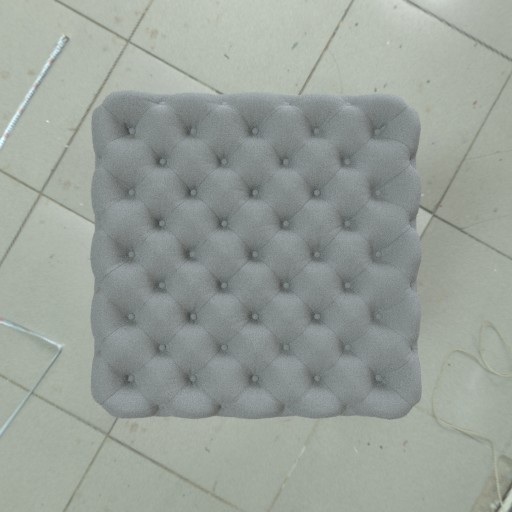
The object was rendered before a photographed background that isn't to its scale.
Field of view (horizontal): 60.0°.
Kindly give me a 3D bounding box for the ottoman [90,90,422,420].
[{"bbox_3d":[0.000,0.000,1.380,0.917,0.439,0.911,0,89,-1],"label":"ottoman"}]
